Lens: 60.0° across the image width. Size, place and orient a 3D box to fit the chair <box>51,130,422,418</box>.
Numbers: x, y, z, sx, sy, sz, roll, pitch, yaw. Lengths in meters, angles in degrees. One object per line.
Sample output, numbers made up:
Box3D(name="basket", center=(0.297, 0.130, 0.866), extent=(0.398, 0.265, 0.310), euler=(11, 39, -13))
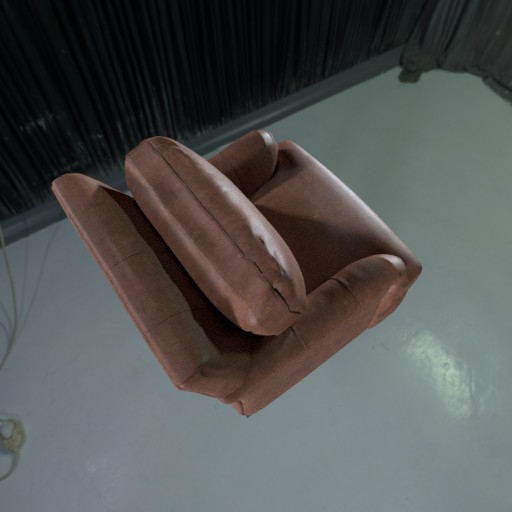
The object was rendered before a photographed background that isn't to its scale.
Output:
Box3D(name="chair", center=(0.000, 0.000, 1.922), extent=(1.158, 1.055, 0.986), euler=(-32, 64, -18))
